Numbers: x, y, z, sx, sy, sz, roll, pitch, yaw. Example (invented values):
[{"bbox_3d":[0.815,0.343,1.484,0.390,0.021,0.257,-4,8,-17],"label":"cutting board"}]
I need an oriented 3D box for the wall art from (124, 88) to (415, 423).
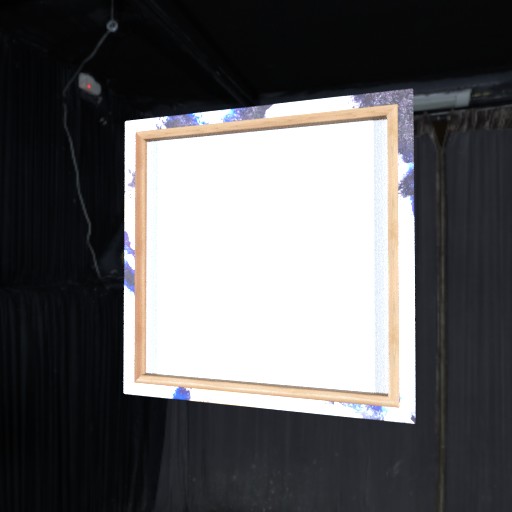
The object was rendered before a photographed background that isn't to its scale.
[{"bbox_3d":[0.000,0.000,1.320,0.887,0.885,0.038,0,-1,18],"label":"wall art"}]
